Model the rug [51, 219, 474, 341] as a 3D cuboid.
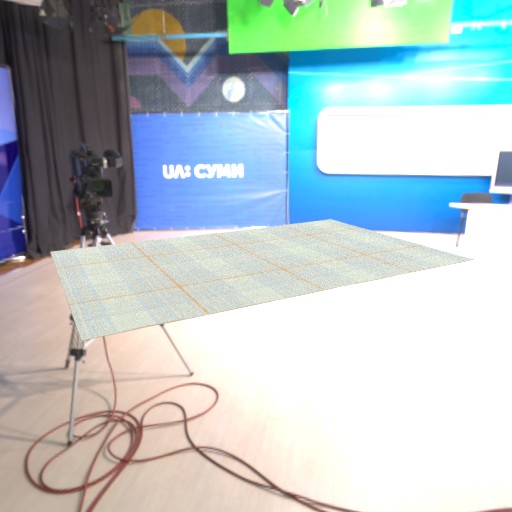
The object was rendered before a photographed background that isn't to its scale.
[{"bbox_3d":[0.000,0.000,3.007,2.442,0.016,1.527,-8,18,-27],"label":"rug"}]
